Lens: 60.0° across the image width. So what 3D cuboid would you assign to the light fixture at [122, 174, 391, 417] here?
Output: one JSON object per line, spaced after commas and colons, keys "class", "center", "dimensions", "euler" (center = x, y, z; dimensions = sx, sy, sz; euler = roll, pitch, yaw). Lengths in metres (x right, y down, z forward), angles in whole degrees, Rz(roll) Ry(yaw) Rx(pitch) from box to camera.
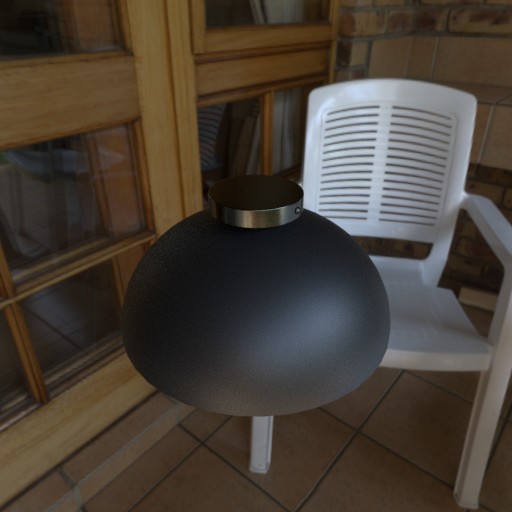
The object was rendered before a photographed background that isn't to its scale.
{"class": "light fixture", "center": [0.000, 0.000, 0.564], "dimensions": [0.355, 0.177, 0.355], "euler": [0, 30, 0]}
